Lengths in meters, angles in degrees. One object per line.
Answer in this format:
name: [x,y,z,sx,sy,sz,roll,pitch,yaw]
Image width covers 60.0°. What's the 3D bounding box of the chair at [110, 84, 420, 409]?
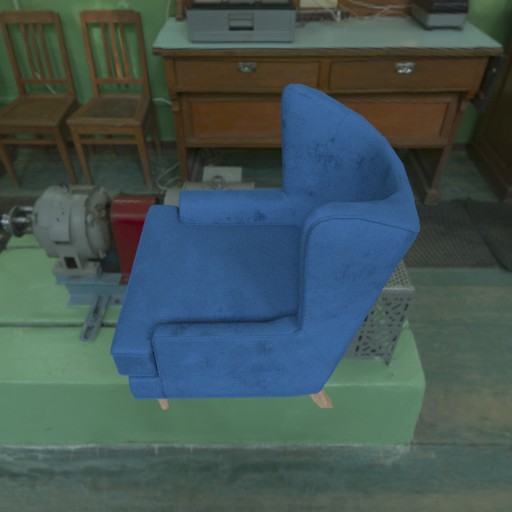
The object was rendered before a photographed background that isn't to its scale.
chair: [0.000,0.000,1.595,0.910,0.952,0.793,-1,42,-1]
